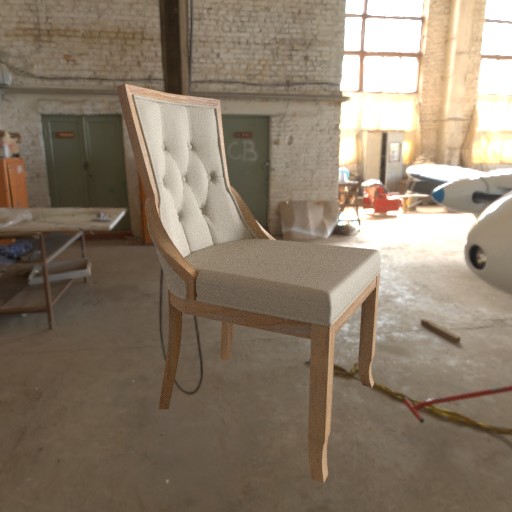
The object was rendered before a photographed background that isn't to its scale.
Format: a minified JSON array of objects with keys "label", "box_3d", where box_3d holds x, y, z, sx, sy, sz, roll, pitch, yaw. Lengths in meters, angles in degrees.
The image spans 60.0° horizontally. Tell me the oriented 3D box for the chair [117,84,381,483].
[{"label":"chair","box_3d":[0.000,0.000,1.324,0.641,0.947,0.524,7,16,27]}]
